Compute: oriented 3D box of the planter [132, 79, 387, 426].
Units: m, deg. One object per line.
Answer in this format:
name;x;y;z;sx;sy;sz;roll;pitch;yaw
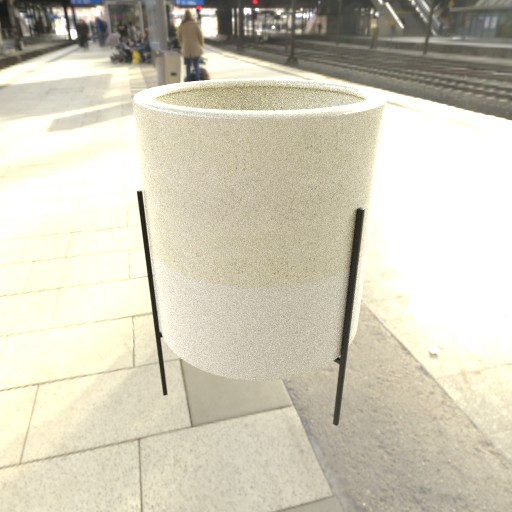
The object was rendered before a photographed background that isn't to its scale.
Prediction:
planter;0.000;0.000;0.689;0.333;0.483;0.324;-8;29;-15
